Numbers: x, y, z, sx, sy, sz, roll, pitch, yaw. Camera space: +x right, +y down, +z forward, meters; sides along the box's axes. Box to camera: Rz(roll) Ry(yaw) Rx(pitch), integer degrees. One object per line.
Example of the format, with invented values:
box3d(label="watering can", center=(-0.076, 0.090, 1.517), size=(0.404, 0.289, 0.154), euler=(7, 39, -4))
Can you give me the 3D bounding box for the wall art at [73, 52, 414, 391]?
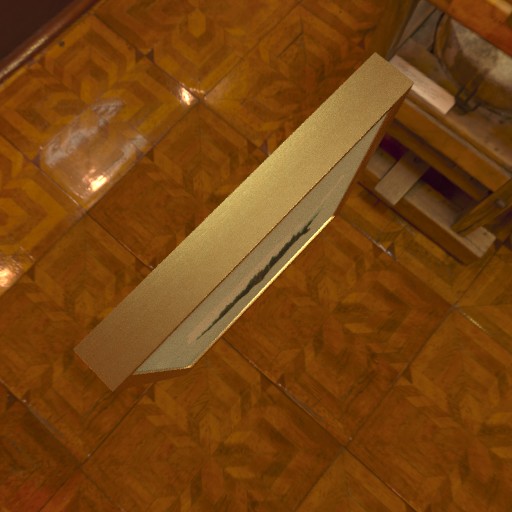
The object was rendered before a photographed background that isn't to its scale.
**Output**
box3d(label="wall art", center=(0.000, 0.000, 0.457), size=(0.038, 0.304, 0.304), euler=(43, 80, 9))
